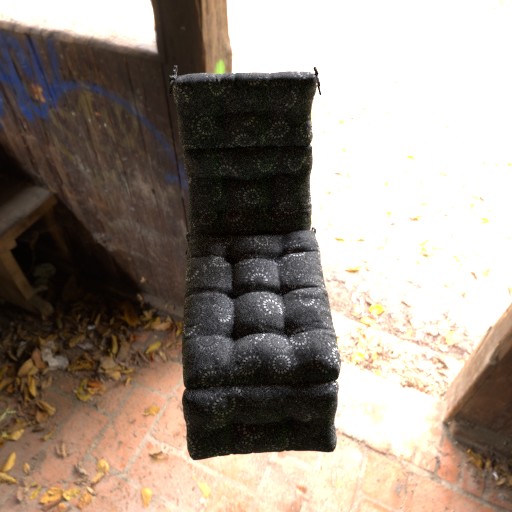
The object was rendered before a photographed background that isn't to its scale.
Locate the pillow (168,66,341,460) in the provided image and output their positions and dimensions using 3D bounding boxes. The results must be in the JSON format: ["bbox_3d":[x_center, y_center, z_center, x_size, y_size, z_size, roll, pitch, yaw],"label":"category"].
[{"bbox_3d":[0.000,0.000,1.466,0.526,0.863,1.016,-2,48,-2],"label":"pillow"}]
